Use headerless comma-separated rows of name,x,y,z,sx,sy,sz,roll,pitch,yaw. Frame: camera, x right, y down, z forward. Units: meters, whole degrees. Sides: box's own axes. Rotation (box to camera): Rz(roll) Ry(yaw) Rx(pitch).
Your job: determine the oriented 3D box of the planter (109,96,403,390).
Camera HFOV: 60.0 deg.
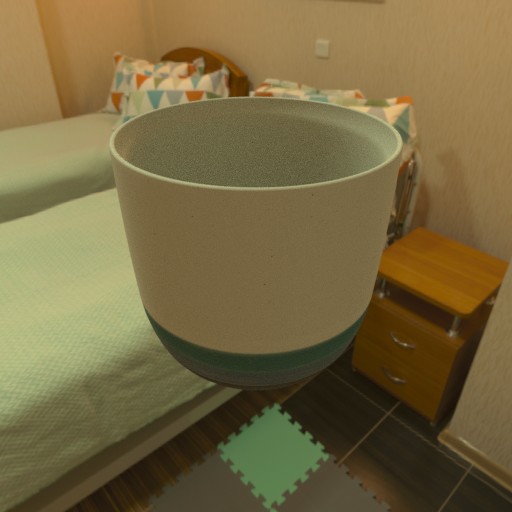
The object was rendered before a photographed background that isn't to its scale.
planter,0.000,0.000,0.375,0.204,0.214,0.204,0,33,0
